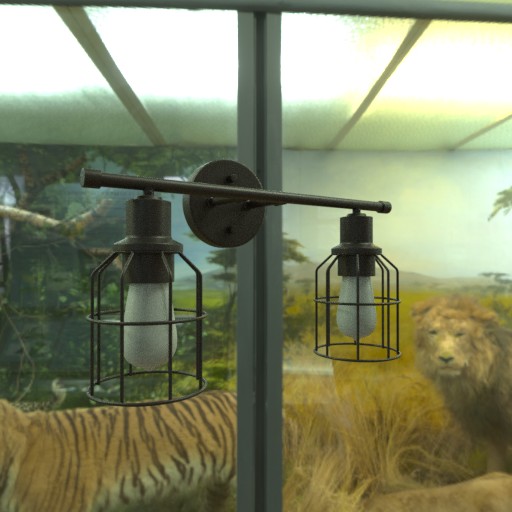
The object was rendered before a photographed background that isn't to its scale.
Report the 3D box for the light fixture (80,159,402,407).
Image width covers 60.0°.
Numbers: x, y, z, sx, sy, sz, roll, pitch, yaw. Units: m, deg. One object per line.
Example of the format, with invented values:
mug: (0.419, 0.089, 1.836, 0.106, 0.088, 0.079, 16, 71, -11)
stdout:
light fixture: (0.000, 0.000, 0.527, 0.406, 0.254, 0.165, 0, -1, -34)
